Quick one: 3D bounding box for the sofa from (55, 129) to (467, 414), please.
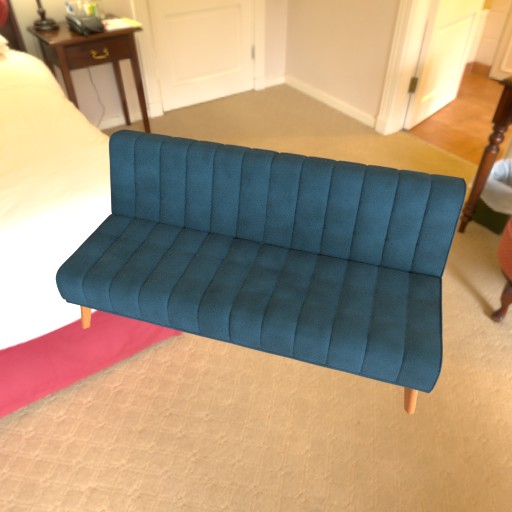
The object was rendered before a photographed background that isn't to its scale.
[{"bbox_3d":[0.000,0.000,2.245,1.804,0.813,0.855,11,42,13],"label":"sofa"}]
